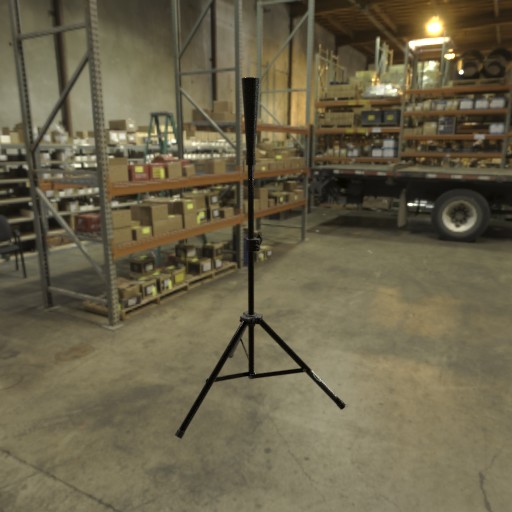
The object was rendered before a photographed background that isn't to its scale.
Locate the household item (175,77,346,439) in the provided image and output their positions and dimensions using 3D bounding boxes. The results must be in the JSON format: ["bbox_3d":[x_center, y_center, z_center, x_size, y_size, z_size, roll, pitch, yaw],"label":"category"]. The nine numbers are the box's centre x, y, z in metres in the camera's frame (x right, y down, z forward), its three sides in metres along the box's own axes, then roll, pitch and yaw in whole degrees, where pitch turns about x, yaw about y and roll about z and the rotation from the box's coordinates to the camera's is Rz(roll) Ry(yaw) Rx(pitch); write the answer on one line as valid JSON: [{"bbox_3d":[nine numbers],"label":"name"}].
[{"bbox_3d":[0.000,0.000,1.401,0.559,1.067,0.559,7,16,27],"label":"household item"}]
